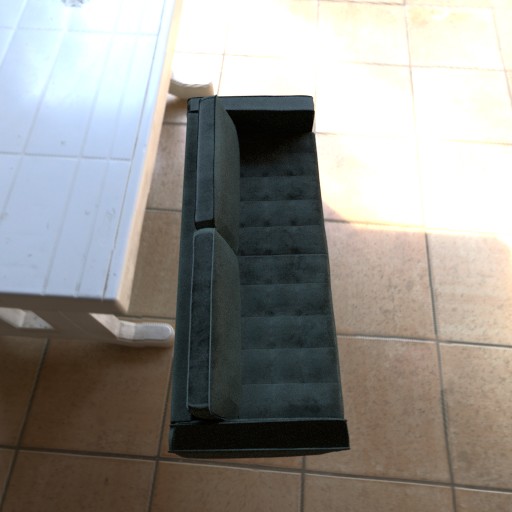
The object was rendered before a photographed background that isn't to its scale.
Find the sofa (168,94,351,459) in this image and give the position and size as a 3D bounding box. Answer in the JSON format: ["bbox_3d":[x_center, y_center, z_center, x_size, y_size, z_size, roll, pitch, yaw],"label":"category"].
[{"bbox_3d":[0.000,0.000,2.675,0.886,0.781,2.214,-1,65,-1],"label":"sofa"}]
